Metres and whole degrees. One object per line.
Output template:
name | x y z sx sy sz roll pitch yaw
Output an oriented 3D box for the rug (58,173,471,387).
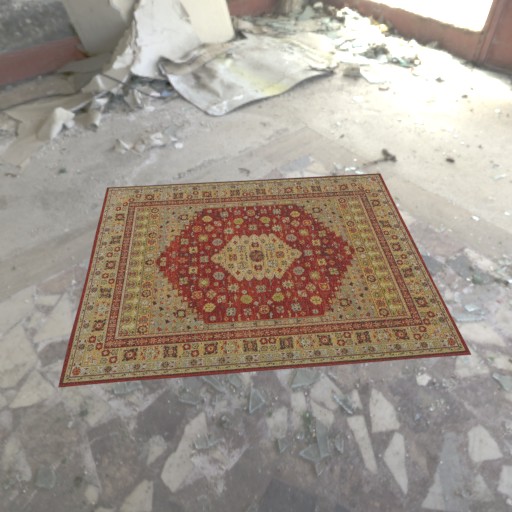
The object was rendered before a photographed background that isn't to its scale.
rug | 0.000 0.000 4.091 3.053 0.013 2.387 -4 45 -4
